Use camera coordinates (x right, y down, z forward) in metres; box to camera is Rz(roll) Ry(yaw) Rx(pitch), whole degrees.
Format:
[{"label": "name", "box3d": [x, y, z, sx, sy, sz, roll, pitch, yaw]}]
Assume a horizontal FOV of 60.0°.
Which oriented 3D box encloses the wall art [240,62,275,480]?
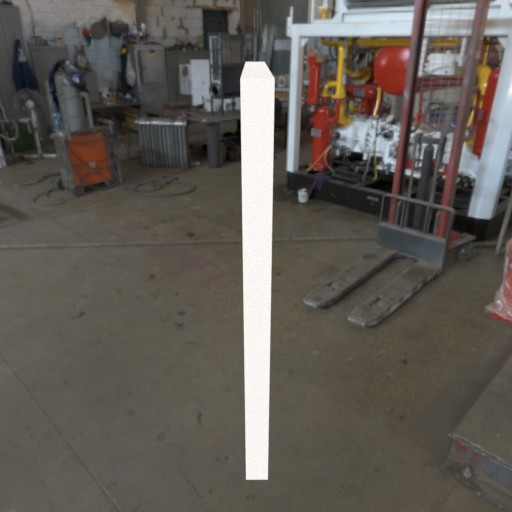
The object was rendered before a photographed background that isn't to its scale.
[{"label": "wall art", "box3d": [0.000, 0.000, 0.547, 0.025, 0.428, 0.293, 0, 26, 0]}]
